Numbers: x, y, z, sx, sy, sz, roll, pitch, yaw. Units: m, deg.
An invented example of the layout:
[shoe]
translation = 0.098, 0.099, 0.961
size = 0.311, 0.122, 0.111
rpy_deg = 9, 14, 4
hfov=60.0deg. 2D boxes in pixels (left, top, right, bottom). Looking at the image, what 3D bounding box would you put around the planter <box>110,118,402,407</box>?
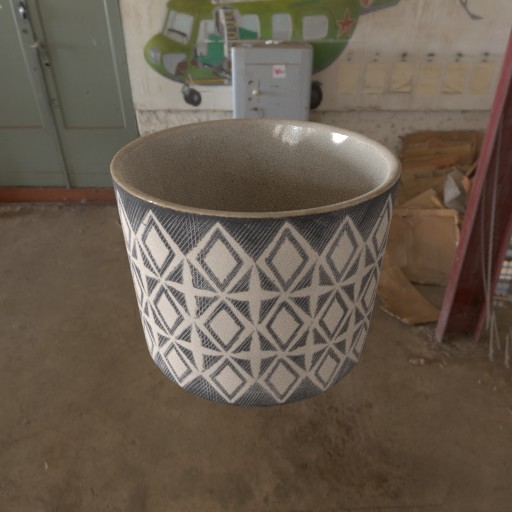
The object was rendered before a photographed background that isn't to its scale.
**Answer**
[planter]
translation = 0.000, 0.000, 0.346
size = 0.192, 0.165, 0.192
rpy_deg = 0, 31, 0
